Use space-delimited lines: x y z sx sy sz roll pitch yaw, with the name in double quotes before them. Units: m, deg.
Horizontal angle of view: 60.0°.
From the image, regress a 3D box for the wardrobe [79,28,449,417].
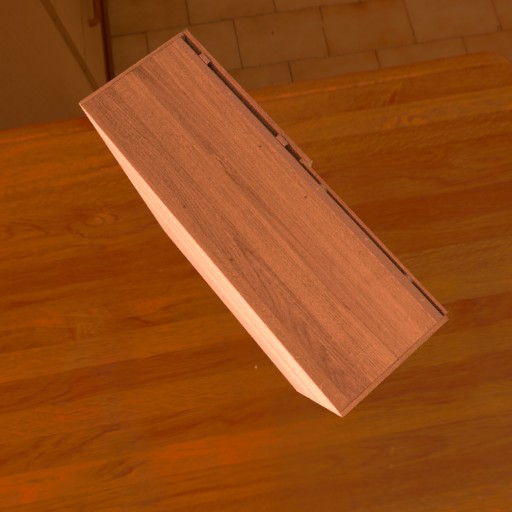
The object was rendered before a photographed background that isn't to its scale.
"wardrobe" 0.000 0.000 2.859 0.629 1.960 1.780 -39 79 -9
